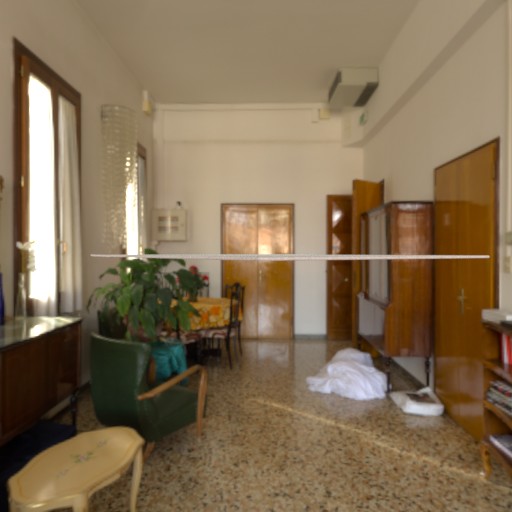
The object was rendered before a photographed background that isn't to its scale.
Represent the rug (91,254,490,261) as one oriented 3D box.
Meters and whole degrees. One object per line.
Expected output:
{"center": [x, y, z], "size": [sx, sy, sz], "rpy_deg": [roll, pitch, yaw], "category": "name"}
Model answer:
{"center": [0.000, 0.000, 2.927], "size": [1.540, 0.021, 2.290], "rpy_deg": [0, 0, -34], "category": "rug"}
